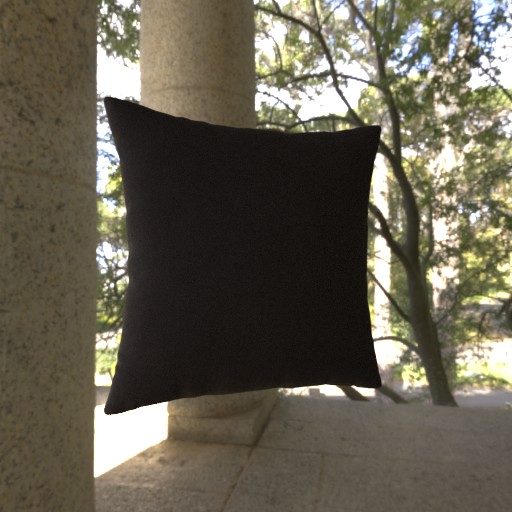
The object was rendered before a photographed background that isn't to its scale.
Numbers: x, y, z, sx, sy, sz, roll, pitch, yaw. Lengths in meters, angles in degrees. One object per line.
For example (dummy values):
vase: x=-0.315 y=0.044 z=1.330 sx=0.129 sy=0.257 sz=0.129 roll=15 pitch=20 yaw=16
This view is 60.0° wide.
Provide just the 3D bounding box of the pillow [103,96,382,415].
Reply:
pillow: x=0.000 y=0.000 z=0.783 sx=0.511 sy=0.509 sz=0.161 roll=0 pitch=-1 yaw=-18
